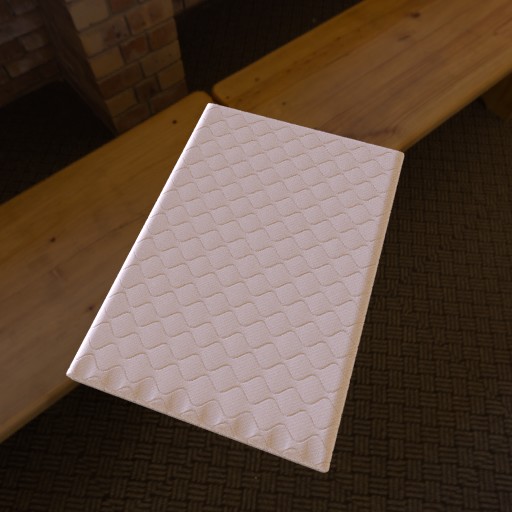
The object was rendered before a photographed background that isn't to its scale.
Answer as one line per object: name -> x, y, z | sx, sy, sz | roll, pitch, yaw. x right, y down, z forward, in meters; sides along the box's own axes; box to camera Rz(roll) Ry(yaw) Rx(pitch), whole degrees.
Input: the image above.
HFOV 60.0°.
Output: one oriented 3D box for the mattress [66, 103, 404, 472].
mattress -> 0.000, 0.000, 2.660 | 1.400, 0.200, 2.000 | 17, 65, 8
